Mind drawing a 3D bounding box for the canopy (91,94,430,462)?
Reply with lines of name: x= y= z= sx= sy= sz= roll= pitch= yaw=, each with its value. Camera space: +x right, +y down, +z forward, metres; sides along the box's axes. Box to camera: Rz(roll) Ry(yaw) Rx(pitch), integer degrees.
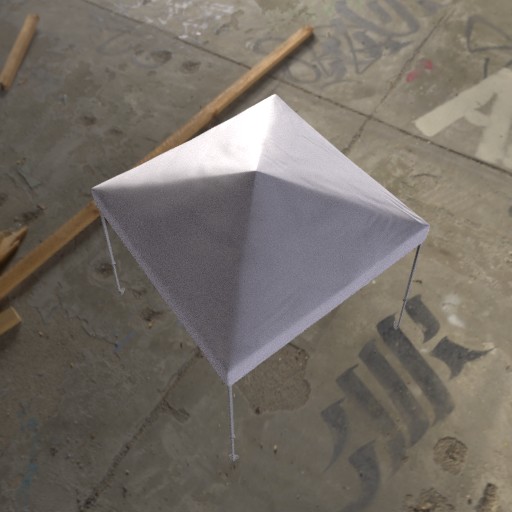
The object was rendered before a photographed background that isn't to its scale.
canopy: x=0.000 y=0.000 z=5.065 sx=2.849 sy=2.850 sz=2.850 roll=-33 pitch=64 yaw=-18
